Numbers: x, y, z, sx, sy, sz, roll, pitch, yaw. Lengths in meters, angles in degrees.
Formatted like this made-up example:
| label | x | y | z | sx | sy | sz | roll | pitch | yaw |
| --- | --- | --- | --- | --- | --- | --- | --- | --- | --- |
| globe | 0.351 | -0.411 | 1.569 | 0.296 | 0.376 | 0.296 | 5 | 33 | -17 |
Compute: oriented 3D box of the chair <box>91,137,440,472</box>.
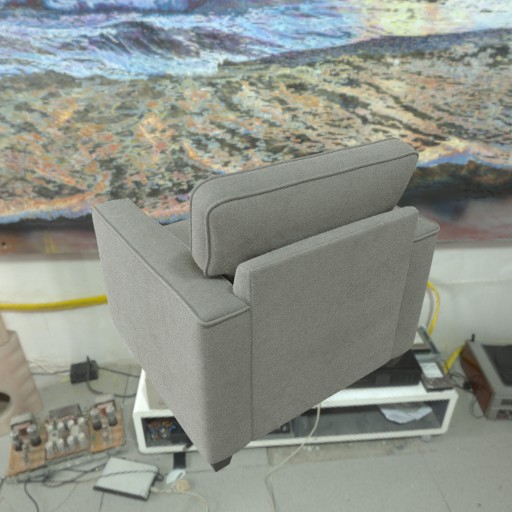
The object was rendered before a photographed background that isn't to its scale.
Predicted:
| label | x | y | z | sx | sy | sz | roll | pitch | yaw |
| --- | --- | --- | --- | --- | --- | --- | --- | --- | --- |
| chair | 0.000 | 0.000 | 1.761 | 1.015 | 0.965 | 0.939 | -19 | 34 | -30 |
